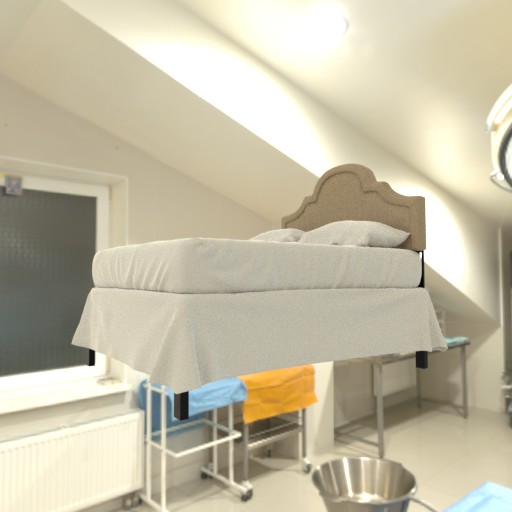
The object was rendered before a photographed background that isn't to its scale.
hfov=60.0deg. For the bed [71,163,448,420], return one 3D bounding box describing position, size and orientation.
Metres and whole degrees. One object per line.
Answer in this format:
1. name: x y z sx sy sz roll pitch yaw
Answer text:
1. bed: 0.000 0.000 3.299 2.222 1.634 1.780 2 -3 -36
